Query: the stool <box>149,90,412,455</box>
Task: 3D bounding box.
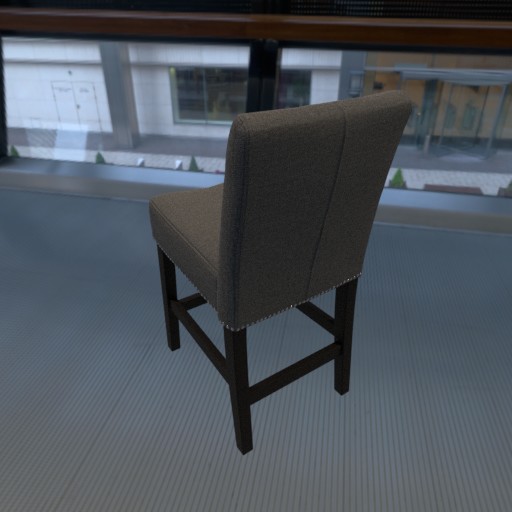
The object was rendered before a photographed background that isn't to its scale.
[{"bbox_3d":[0.000,0.000,1.201,0.427,0.885,0.571,-20,35,-30],"label":"stool"}]
